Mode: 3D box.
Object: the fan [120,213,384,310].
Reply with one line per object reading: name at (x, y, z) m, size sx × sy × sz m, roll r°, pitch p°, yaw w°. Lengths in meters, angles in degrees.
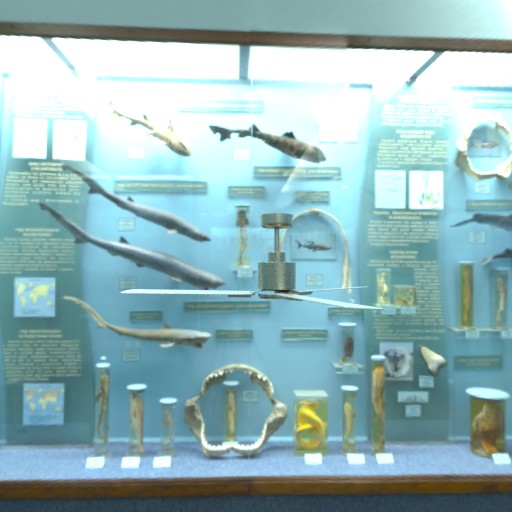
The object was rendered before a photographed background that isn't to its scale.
fan at (0.000, 0.000, 2.304) m, size 1.531 × 0.446 × 1.561 m, roll 0°, pitch -1°, yaw -1°
